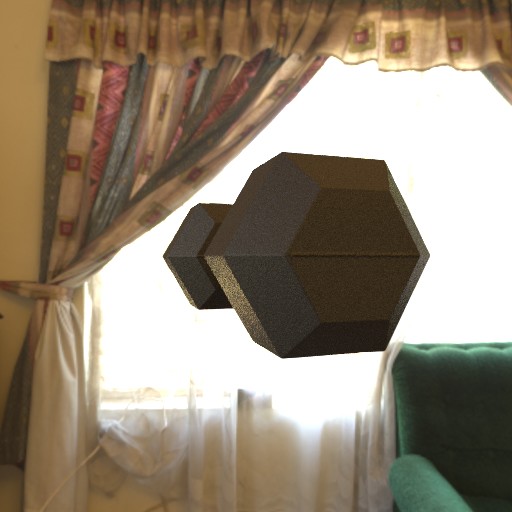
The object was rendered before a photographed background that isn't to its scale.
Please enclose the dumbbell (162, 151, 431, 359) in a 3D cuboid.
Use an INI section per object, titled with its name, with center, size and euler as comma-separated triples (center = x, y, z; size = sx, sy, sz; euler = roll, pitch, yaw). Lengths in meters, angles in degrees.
[dumbbell]
center = 0.000, 0.000, 0.346
size = 0.116, 0.101, 0.297
euler = 0, 0, -18
